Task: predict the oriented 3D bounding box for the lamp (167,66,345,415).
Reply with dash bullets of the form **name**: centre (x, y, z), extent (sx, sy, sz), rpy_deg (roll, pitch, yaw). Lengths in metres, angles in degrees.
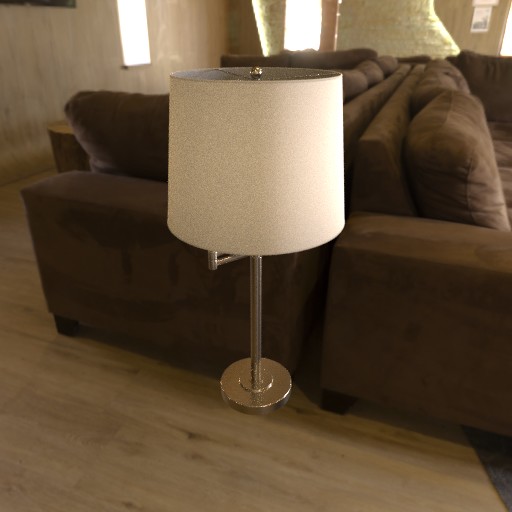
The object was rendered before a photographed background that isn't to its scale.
- **lamp**: centre (0.000, 0.000, 0.884), extent (0.333, 0.696, 0.333), rpy_deg (0, 27, 0)
